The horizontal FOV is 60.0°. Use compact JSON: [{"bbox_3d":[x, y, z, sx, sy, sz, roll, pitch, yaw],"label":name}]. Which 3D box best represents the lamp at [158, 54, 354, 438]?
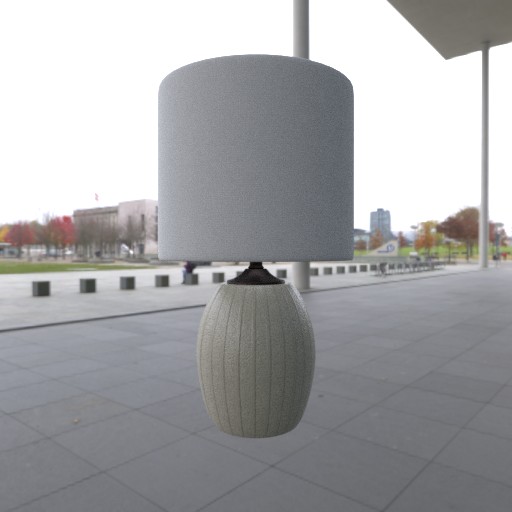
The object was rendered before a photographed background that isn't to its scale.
[{"bbox_3d":[0.000,0.000,0.762,0.329,0.570,0.329,0,1,-35],"label":"lamp"}]
